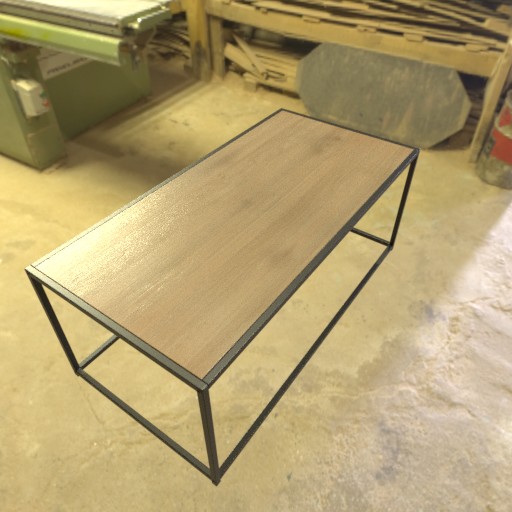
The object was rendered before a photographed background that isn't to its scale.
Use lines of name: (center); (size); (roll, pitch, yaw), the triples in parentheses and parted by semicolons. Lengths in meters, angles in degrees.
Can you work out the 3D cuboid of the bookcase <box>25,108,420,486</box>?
bookcase: (0.000, 0.000, 1.270); (0.500, 0.400, 1.000); (26, 48, 26)
